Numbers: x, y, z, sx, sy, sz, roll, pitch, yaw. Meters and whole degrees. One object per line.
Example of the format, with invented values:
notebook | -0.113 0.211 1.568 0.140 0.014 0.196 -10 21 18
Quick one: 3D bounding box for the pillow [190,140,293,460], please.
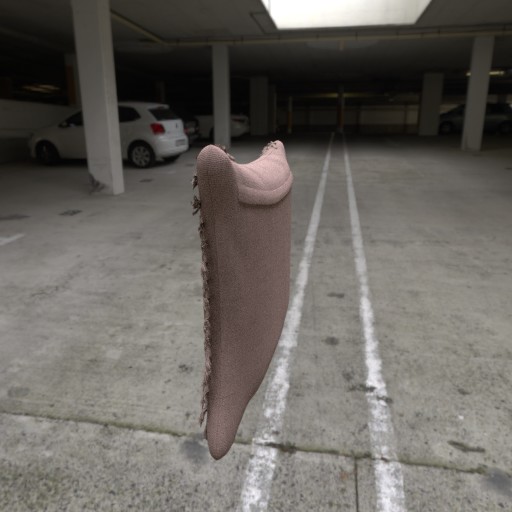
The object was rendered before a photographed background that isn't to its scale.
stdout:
pillow | 0.000 0.000 0.606 0.084 0.305 0.466 3 15 9
